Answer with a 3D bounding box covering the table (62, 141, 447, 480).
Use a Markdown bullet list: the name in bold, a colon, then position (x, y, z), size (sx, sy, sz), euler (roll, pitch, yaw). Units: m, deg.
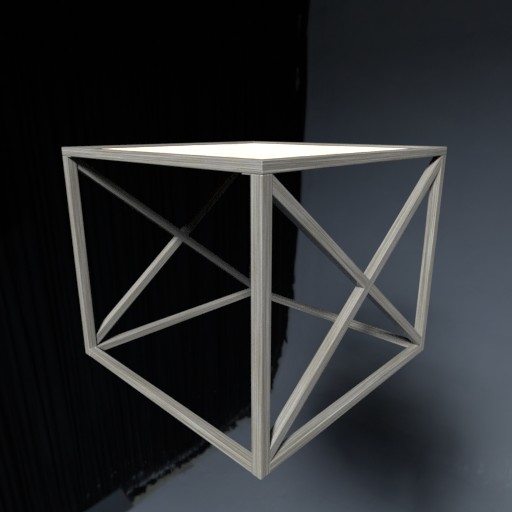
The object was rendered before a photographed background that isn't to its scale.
- **table**: position (0.000, 0.000, 1.061), size (0.609, 0.507, 0.611), euler (15, 22, 42)
